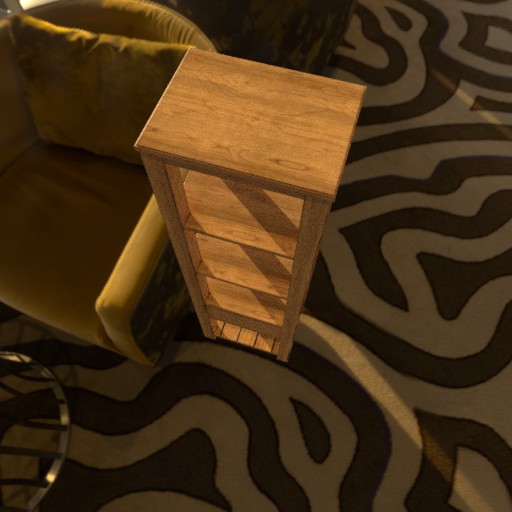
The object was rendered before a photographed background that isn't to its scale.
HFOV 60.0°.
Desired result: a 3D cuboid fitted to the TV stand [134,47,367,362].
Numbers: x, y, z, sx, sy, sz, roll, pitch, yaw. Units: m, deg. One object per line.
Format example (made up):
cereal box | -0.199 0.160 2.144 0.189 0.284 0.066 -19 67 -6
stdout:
TV stand | 0.000 0.000 2.081 0.565 1.828 0.435 16 64 8
